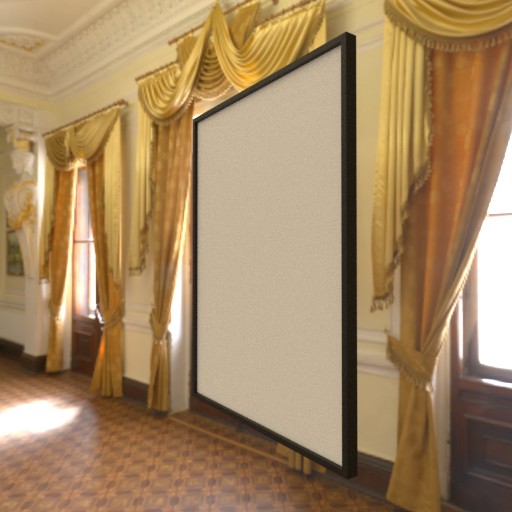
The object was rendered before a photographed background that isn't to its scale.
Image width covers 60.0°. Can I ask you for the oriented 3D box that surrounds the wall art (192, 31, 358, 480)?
[{"bbox_3d":[0.000,0.000,1.395,0.036,1.070,0.802,1,-1,-35],"label":"wall art"}]
